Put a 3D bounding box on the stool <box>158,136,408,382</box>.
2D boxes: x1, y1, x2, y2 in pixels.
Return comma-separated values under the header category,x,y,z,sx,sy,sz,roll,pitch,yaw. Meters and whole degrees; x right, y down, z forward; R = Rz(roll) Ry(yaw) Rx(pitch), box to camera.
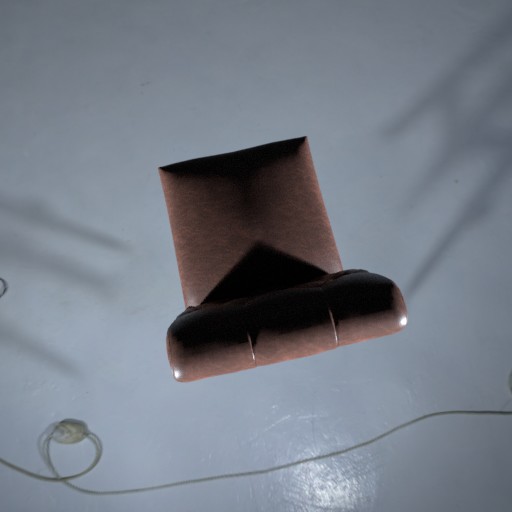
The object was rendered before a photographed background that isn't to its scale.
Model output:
category,x,y,z,sx,sy,sz,roll,pitch,yaw
stool,0.000,0.000,1.407,0.486,1.084,0.660,-13,77,-3
